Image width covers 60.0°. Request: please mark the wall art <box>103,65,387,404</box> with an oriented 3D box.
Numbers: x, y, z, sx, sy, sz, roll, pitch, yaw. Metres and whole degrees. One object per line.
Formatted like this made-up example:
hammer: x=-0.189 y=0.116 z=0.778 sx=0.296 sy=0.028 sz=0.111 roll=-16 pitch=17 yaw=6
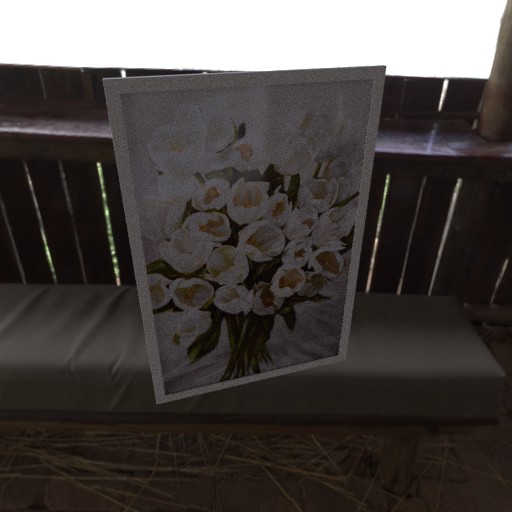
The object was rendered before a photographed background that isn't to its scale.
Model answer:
wall art: x=0.000 y=0.000 z=1.243 sx=0.660 sy=0.965 sz=0.015 roll=-9 pitch=32 yaw=-15
